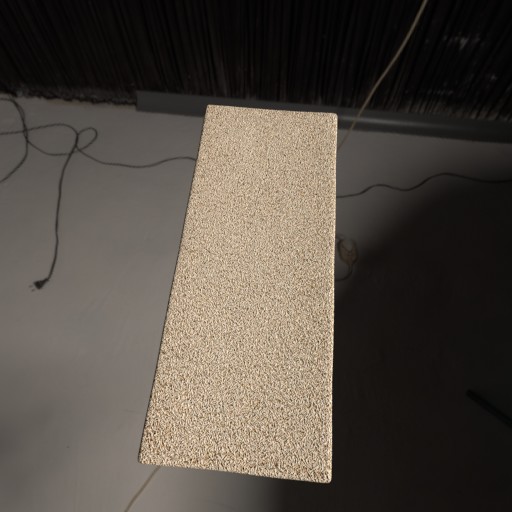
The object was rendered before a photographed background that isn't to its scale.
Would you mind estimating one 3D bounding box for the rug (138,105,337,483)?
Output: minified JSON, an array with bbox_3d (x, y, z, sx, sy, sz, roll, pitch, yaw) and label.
[{"bbox_3d":[0.000,0.000,1.723,0.609,0.030,1.524,5,63,2],"label":"rug"}]
